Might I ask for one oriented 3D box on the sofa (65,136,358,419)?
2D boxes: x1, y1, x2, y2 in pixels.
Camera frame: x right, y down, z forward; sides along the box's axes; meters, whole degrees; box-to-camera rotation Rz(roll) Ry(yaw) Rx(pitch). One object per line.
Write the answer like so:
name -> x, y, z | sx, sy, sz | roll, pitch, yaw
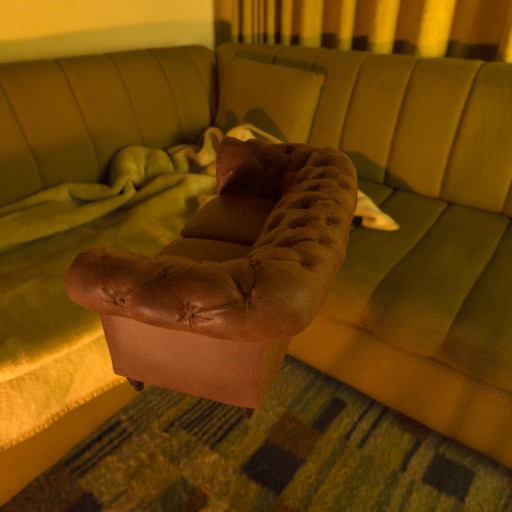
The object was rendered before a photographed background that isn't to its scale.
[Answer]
sofa -> 0.000, 0.000, 2.570 | 1.042, 0.877, 1.979 | 9, 32, 14
